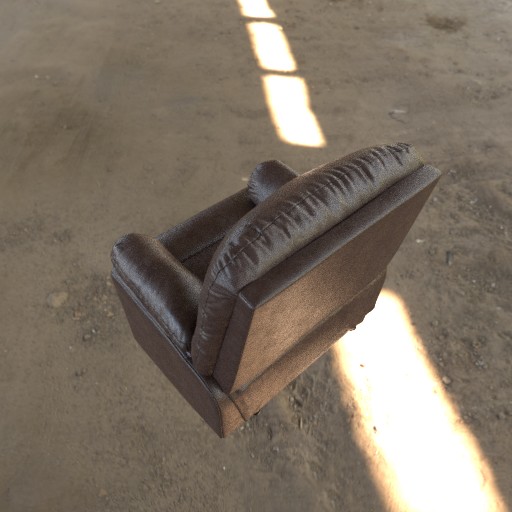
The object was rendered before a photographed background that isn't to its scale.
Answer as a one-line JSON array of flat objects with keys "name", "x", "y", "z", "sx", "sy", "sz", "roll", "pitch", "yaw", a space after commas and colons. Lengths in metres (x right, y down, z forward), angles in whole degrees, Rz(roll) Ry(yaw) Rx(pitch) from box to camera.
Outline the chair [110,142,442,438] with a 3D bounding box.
[{"name": "chair", "x": 0.000, "y": 0.000, "z": 1.727, "sx": 0.940, "sy": 1.041, "sz": 0.879, "roll": -33, "pitch": 55, "yaw": -27}]
